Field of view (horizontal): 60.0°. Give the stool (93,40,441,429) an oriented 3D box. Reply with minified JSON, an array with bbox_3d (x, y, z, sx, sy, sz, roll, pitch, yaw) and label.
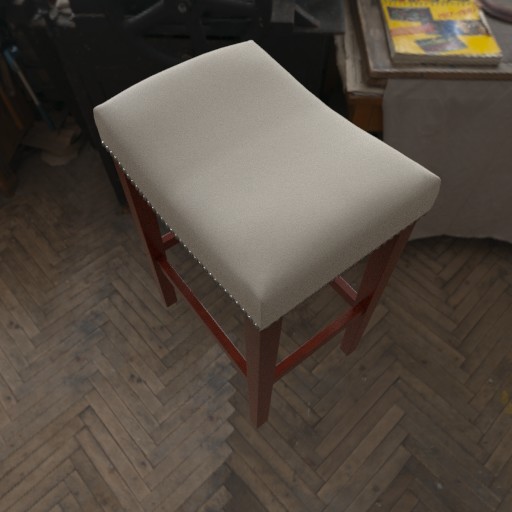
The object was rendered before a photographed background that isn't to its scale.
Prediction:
[{"bbox_3d":[0.000,0.000,1.022,0.372,0.742,0.504,-33,62,-20],"label":"stool"}]
